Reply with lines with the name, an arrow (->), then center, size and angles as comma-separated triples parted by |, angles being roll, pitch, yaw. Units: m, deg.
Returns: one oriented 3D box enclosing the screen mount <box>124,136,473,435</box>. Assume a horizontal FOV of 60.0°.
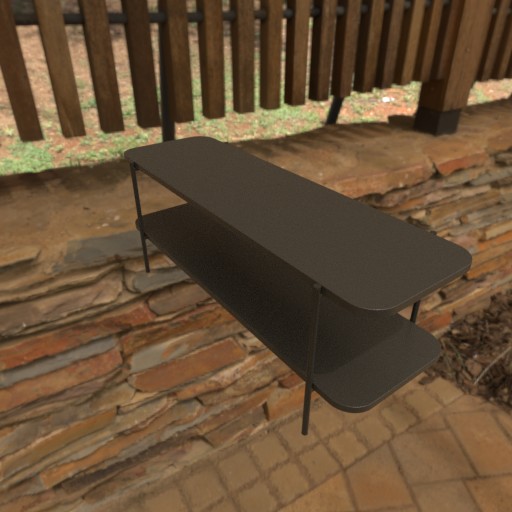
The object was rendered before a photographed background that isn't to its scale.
screen mount -> 0.000, 0.000, 1.411 | 0.400, 0.447, 1.200 | -21, 37, -31
